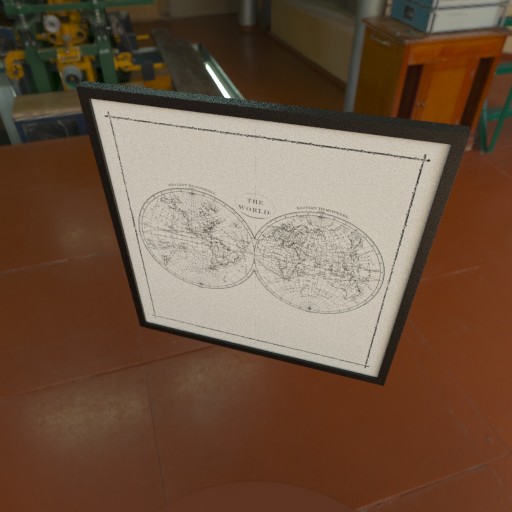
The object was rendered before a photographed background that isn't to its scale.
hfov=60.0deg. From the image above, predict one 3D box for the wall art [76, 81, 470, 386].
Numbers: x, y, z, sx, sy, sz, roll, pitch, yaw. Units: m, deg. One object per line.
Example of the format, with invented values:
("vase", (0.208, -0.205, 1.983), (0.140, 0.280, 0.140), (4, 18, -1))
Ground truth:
("wall art", (0.000, 0.000, 1.106), (0.773, 0.775, 0.031), (11, 43, 12))
